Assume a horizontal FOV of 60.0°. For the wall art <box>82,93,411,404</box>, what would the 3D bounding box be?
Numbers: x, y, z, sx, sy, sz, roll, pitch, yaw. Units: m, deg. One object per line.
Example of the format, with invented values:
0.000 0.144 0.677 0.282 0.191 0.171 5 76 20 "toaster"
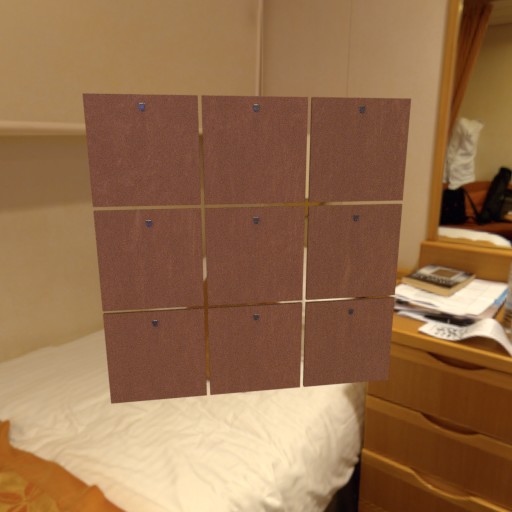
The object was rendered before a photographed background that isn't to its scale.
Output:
0.000 0.000 1.339 0.915 0.913 0.018 -2 15 -9 "wall art"
